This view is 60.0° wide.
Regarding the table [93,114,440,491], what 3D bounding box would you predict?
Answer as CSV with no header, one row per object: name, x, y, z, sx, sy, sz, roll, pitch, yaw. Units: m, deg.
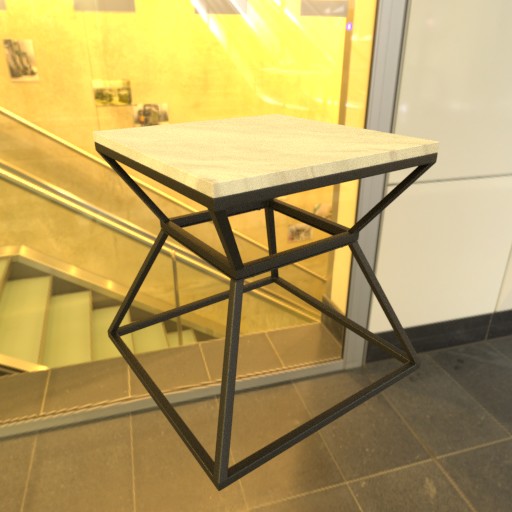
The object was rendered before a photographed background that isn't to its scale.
table,0.000,0.000,0.814,0.455,0.431,0.455,-17,30,-32
